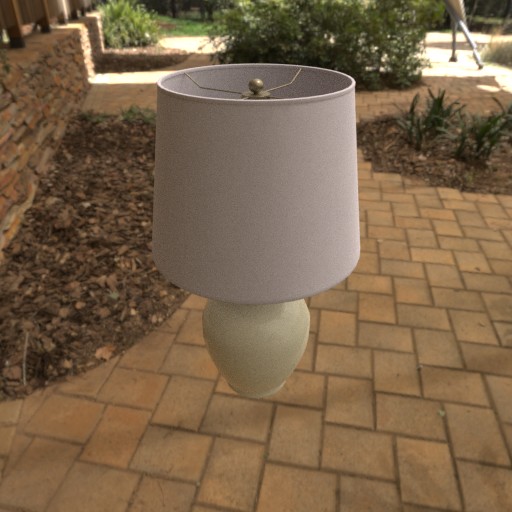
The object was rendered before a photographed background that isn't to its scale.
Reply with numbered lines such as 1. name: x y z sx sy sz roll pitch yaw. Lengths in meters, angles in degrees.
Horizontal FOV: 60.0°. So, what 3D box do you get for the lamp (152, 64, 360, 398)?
1. lamp: 0.000 0.000 0.530 0.239 0.399 0.239 0 32 0
